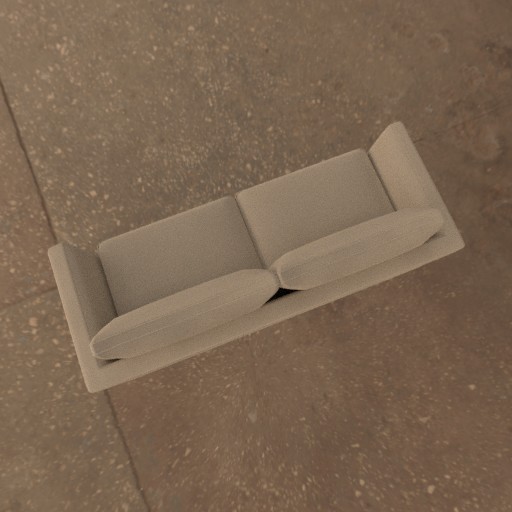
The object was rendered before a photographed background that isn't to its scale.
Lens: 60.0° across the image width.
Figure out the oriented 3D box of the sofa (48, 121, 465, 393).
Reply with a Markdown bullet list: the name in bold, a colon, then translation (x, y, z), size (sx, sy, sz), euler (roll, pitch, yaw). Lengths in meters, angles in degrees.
- **sofa**: translation (0.000, 0.000, 2.724), size (2.214, 1.005, 0.868), euler (-21, 77, -5)
